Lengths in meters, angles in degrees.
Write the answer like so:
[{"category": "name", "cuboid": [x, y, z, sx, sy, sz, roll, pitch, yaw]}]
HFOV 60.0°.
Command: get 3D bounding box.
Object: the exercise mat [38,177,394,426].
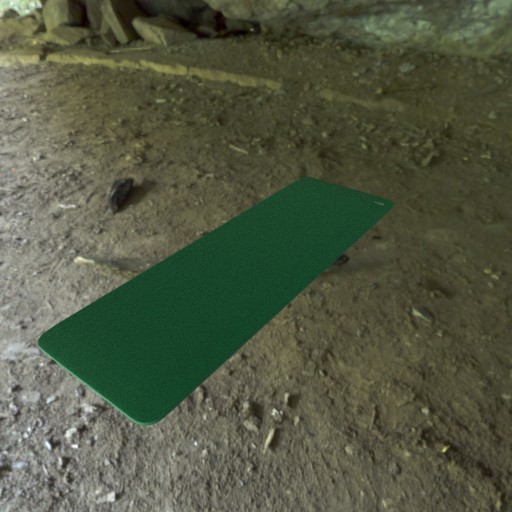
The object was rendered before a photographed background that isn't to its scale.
[{"category": "exercise mat", "cuboid": [0.000, 0.000, 2.065, 0.616, 0.021, 1.869, 23, 40, 30]}]
